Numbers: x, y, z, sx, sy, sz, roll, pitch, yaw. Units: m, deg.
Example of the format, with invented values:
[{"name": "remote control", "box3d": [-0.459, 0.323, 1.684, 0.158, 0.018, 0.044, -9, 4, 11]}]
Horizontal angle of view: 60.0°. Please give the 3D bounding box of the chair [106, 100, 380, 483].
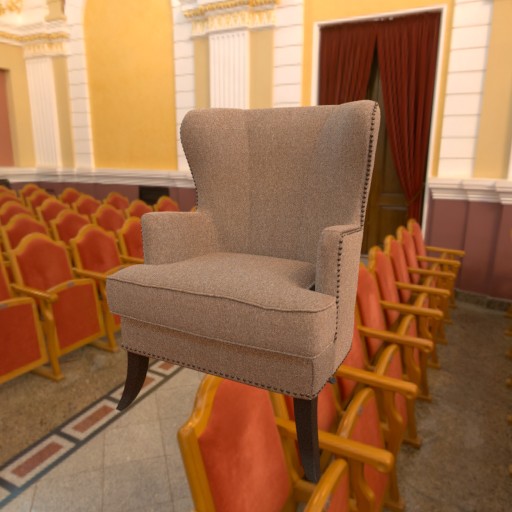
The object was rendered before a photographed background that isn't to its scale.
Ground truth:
[{"name": "chair", "box3d": [0.000, 0.000, 1.578, 0.759, 1.060, 0.758, 7, 15, 27]}]
